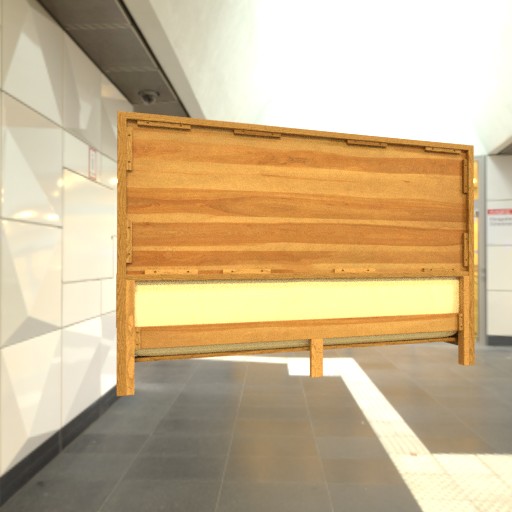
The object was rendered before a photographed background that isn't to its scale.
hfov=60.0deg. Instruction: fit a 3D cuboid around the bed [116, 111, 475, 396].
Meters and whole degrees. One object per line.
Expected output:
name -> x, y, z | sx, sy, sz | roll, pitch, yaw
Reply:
bed -> 0.000, 0.000, 3.353 | 2.013, 1.295, 2.184 | 0, -1, -18
